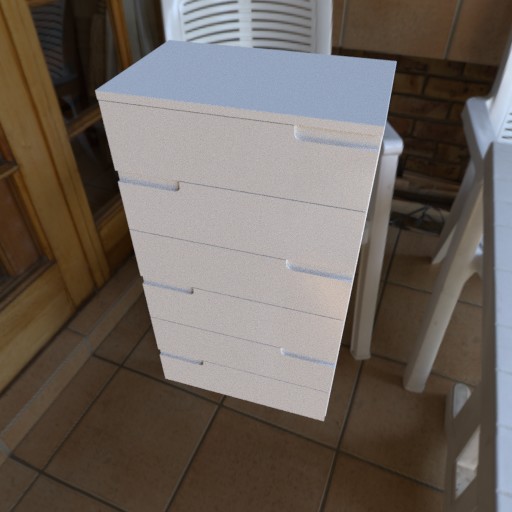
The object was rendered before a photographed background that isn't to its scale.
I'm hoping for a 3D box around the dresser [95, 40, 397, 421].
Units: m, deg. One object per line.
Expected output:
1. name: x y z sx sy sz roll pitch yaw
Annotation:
1. dresser: 0.000 0.000 1.483 0.650 1.190 0.400 11 43 12
